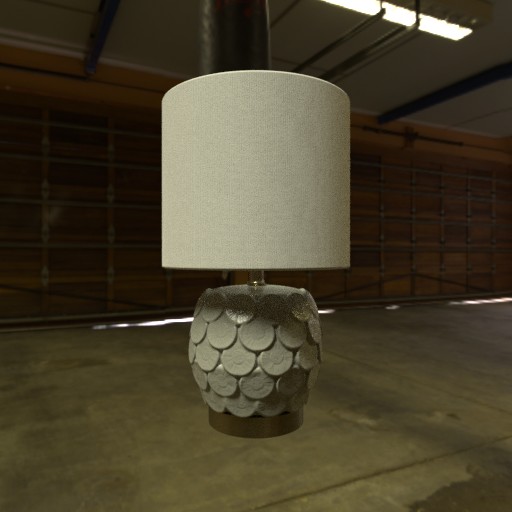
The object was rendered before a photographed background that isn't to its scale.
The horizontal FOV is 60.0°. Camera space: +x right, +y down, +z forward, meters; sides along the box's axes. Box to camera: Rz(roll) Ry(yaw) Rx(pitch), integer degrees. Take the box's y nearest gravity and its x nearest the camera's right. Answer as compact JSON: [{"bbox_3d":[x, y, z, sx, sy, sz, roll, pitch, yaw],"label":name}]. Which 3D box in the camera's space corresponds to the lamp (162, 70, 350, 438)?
[{"bbox_3d":[0.000,0.000,0.613,0.254,0.452,0.254,0,0,0],"label":"lamp"}]
